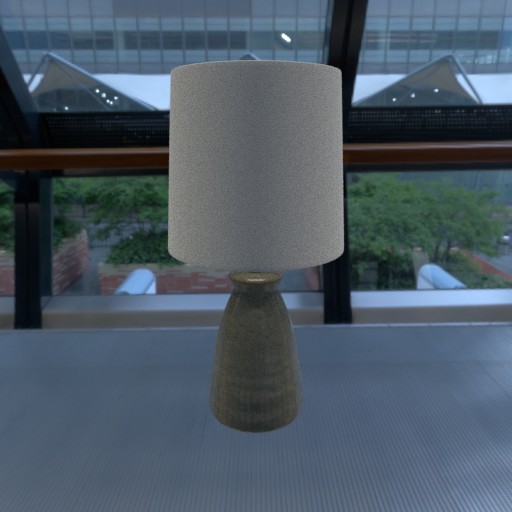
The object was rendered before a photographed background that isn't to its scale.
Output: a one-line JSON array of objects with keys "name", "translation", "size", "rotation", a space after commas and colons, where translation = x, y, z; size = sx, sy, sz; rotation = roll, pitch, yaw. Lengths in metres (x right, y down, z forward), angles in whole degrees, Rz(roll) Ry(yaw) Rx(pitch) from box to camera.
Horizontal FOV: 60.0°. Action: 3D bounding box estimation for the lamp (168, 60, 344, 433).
[{"name": "lamp", "translation": [0.000, 0.000, 0.482], "size": [0.186, 0.369, 0.186], "rotation": [0, 15, 0]}]
